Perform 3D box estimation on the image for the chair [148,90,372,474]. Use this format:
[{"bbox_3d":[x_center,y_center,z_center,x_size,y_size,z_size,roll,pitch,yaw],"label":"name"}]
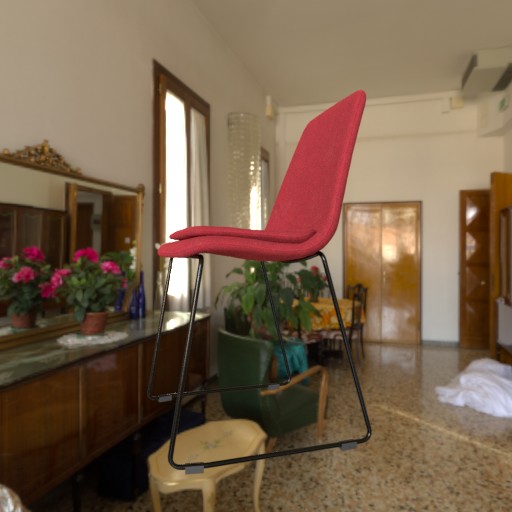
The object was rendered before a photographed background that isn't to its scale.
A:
[{"bbox_3d":[0.000,0.000,1.164,0.518,0.858,0.479,0,0,-19],"label":"chair"}]
